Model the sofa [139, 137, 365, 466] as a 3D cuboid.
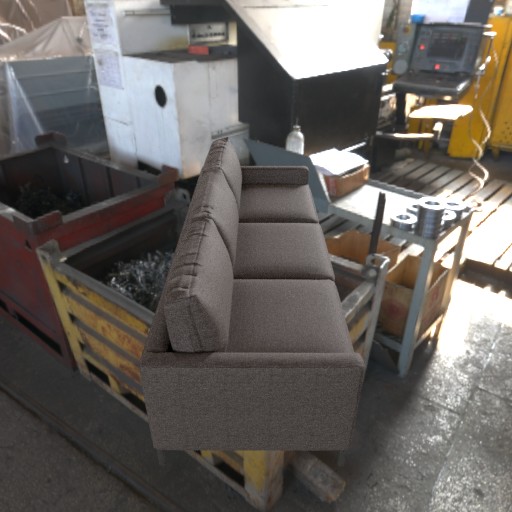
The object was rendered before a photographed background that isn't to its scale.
[{"bbox_3d":[0.000,0.000,2.686,0.876,0.882,2.253,0,31,0],"label":"sofa"}]
